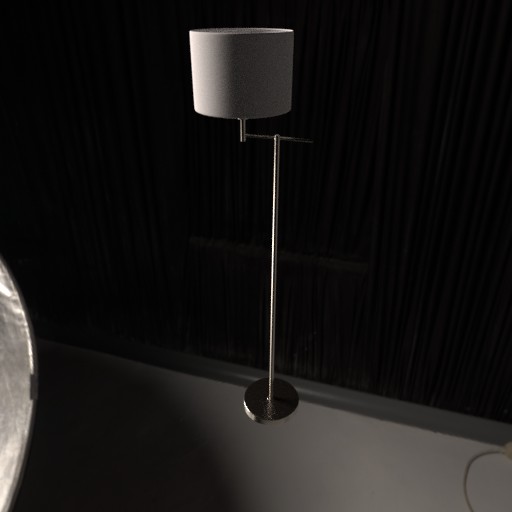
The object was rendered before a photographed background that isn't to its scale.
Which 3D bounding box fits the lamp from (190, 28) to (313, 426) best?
[{"bbox_3d":[0.000,0.000,1.763,0.416,1.600,0.324,8,30,14],"label":"lamp"}]
